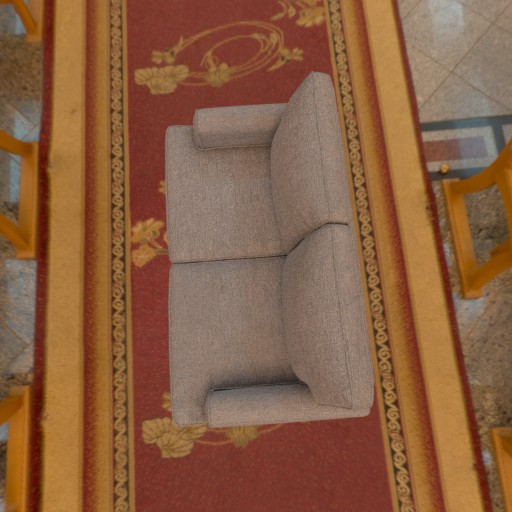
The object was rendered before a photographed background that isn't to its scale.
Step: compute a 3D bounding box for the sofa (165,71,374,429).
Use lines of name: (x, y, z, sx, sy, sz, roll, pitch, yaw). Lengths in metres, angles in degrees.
sofa: (0.000, 0.000, 2.309, 0.965, 0.965, 1.651, -4, 75, -1)
